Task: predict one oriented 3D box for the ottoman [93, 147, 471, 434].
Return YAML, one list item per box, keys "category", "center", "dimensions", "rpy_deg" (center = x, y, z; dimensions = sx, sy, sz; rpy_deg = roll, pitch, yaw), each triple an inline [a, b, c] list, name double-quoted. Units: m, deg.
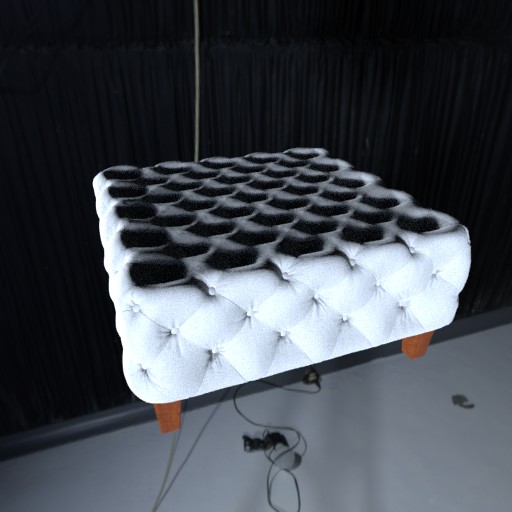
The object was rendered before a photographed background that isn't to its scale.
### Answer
- category: "ottoman"
  center: [0.000, 0.000, 1.183]
  dimensions: [0.764, 0.365, 0.758]
  rpy_deg: [-11, 31, -18]
